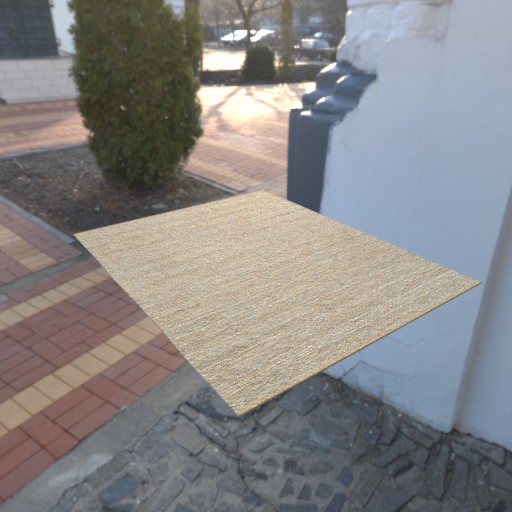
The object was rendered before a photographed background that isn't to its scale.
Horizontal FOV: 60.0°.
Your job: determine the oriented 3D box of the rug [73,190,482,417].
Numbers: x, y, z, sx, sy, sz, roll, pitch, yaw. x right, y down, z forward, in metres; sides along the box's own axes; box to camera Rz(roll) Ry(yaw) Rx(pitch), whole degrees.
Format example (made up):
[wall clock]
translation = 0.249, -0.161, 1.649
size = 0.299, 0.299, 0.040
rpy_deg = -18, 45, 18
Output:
[rug]
translation = 0.000, 0.000, 4.138
size = 2.471, 0.012, 3.034
rpy_deg = -18, 32, -32
